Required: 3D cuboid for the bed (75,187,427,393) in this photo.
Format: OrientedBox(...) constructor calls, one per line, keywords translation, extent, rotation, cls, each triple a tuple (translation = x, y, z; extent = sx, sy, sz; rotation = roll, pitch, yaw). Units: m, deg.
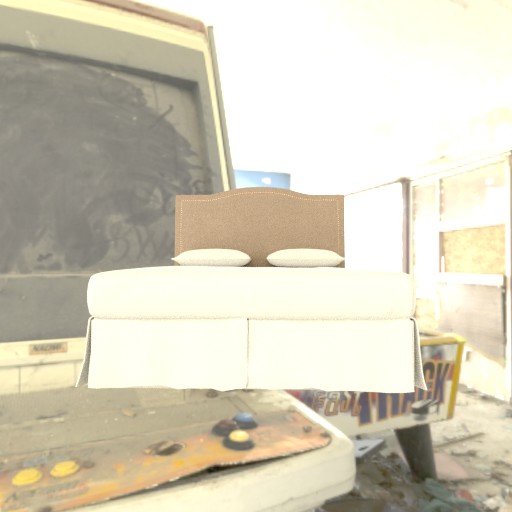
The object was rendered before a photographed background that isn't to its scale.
OrientedBox(translation=(0.000, 0.000, 3.392), extent=(1.821, 1.436, 2.282), rotation=(0, -1, 2), cls="bed")
